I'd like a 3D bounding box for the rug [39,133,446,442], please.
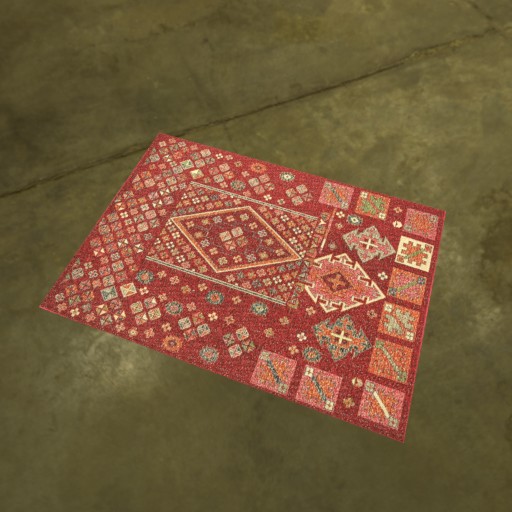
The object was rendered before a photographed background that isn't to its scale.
[{"bbox_3d":[0.000,0.000,2.840,2.184,0.007,1.579,18,60,11],"label":"rug"}]
